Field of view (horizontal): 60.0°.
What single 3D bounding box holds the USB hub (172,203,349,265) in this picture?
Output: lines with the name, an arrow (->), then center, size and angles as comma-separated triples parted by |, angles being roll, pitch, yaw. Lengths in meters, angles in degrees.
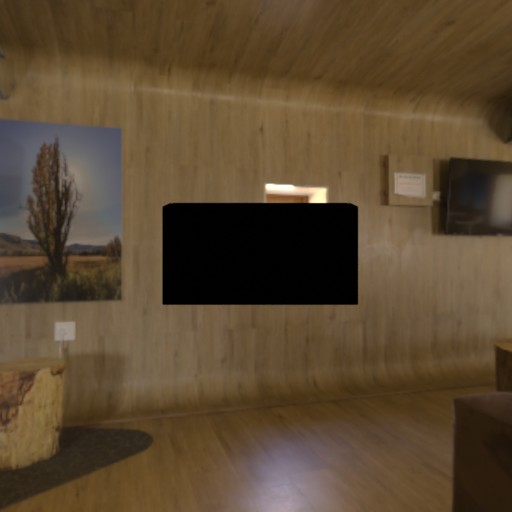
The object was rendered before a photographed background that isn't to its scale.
USB hub -> 0.000, 0.000, 0.163 | 0.044, 0.023, 0.145 | 0, 0, -1
